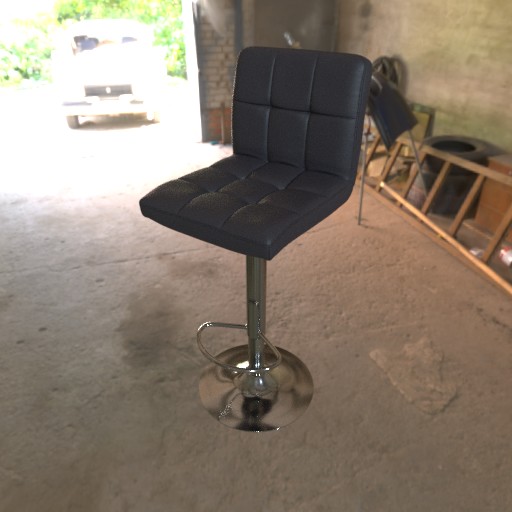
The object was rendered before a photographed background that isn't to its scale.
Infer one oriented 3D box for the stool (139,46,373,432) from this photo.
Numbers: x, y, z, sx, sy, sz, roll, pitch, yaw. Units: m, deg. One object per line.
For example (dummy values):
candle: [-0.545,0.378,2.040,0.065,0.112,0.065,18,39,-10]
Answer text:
stool: [0.000,0.000,1.357,0.430,1.115,0.505,19,36,29]
